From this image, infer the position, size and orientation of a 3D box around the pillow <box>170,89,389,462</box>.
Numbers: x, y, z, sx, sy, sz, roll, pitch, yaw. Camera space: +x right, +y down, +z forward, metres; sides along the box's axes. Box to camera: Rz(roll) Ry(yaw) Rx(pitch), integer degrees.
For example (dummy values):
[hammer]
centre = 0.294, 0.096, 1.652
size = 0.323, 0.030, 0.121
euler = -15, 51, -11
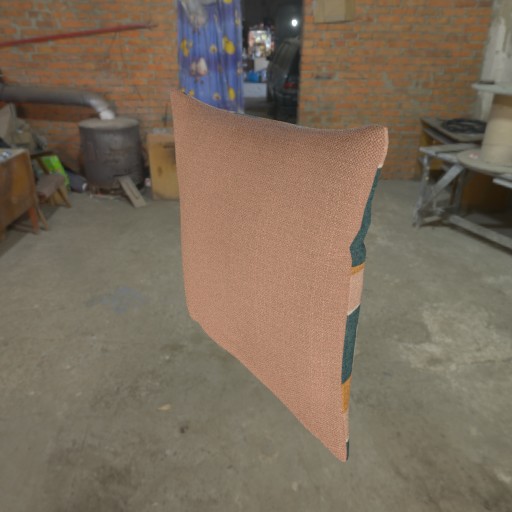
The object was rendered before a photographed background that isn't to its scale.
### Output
[pillow]
centre = 0.000, 0.000, 0.721
size = 0.158, 0.479, 0.478
euler = -18, 31, -32
